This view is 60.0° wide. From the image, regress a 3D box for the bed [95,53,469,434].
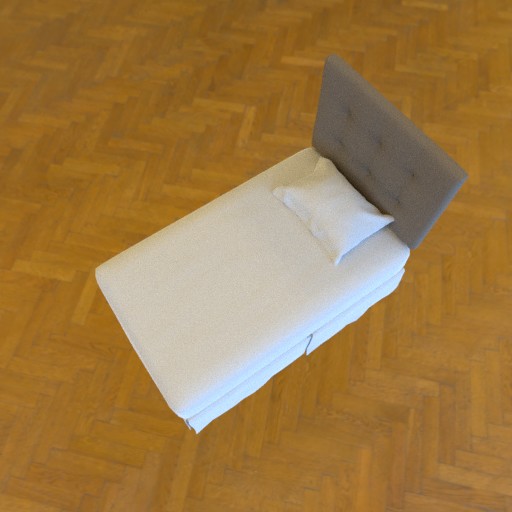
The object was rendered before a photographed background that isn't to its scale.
[{"bbox_3d":[0.000,0.000,2.988,1.997,1.571,1.261,-32,68,-14],"label":"bed"}]
